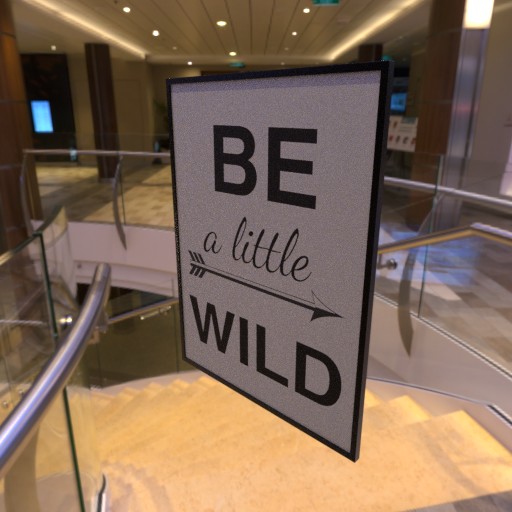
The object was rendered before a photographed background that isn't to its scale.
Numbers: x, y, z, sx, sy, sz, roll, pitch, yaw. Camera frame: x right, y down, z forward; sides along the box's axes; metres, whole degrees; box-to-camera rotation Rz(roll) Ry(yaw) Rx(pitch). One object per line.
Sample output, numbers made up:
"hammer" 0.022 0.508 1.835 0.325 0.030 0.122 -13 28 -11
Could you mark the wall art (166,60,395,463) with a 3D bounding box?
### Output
"wall art" 0.000 0.000 0.756 0.442 0.582 0.013 17 24 41
